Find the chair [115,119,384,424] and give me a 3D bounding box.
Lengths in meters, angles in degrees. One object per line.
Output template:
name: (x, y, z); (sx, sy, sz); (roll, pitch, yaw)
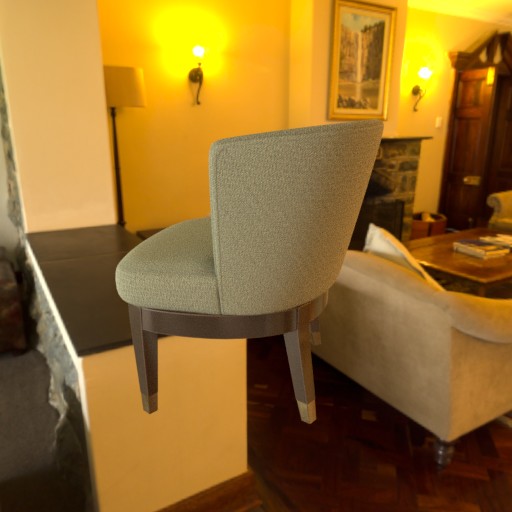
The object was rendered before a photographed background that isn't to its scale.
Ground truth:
chair: (0.000, 0.000, 1.297); (0.660, 0.760, 0.700); (3, 16, 9)
